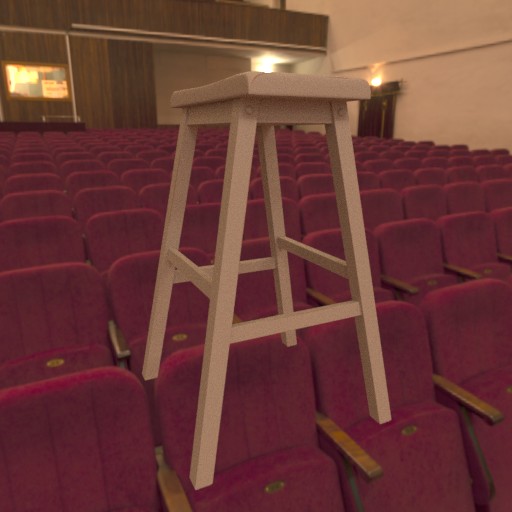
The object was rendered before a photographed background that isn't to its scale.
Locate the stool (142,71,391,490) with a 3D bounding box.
[{"bbox_3d":[0.000,0.000,1.026,0.476,0.737,0.457,-8,17,-25],"label":"stool"}]
